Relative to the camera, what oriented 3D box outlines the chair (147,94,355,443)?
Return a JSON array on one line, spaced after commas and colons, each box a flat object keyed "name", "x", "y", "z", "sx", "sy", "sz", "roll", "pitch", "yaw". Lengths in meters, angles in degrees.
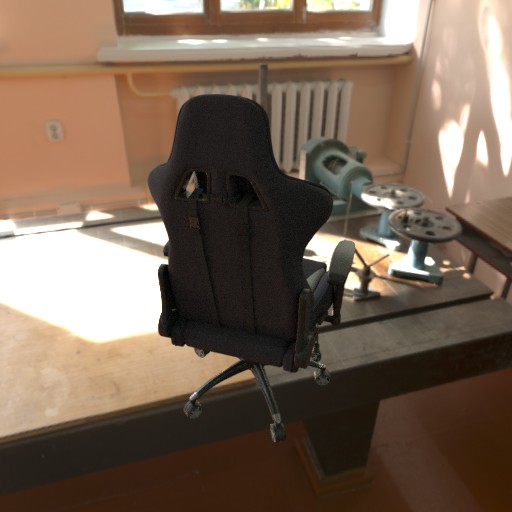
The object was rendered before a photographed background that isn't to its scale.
[{"name": "chair", "x": 0.000, "y": 0.000, "z": 1.723, "sx": 0.730, "sy": 1.300, "sz": 0.695, "roll": 9, "pitch": 31, "yaw": 15}]
